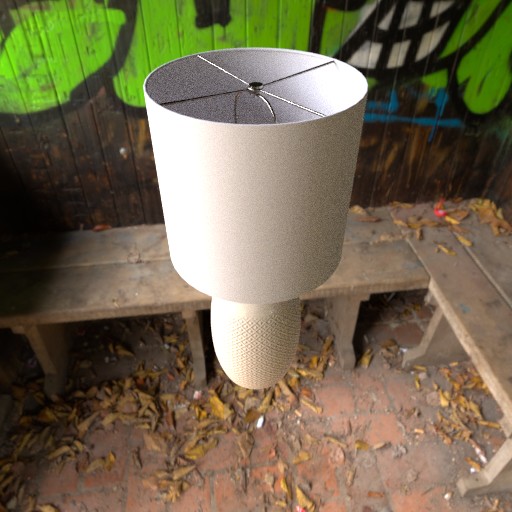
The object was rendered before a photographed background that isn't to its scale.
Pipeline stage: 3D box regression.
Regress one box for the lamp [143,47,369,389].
[{"bbox_3d":[0.000,0.000,0.579,0.217,0.453,0.217,-25,46,-27],"label":"lamp"}]
